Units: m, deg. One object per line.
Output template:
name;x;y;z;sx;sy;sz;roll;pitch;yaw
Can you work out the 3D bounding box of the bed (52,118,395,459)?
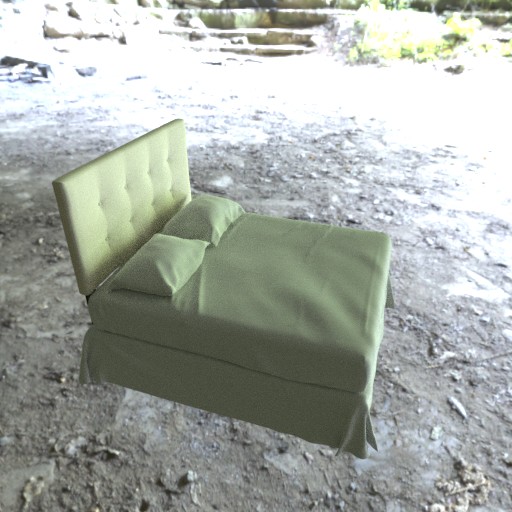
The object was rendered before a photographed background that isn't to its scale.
bed;0.000;0.000;3.428;2.222;1.577;1.936;10;32;16
